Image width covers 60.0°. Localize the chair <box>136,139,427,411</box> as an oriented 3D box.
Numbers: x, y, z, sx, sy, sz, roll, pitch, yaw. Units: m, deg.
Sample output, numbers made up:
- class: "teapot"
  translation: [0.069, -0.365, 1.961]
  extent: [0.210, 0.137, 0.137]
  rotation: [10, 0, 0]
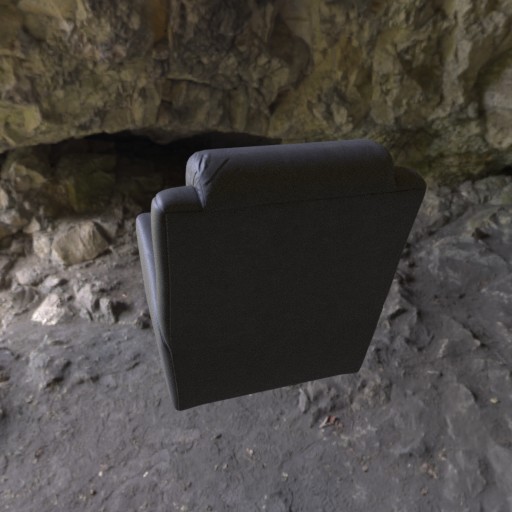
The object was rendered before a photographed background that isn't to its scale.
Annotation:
- class: "chair"
  translation: [0.000, 0.000, 1.936]
  extent: [0.967, 1.116, 1.068]
  rotation: [-7, 26, -15]
